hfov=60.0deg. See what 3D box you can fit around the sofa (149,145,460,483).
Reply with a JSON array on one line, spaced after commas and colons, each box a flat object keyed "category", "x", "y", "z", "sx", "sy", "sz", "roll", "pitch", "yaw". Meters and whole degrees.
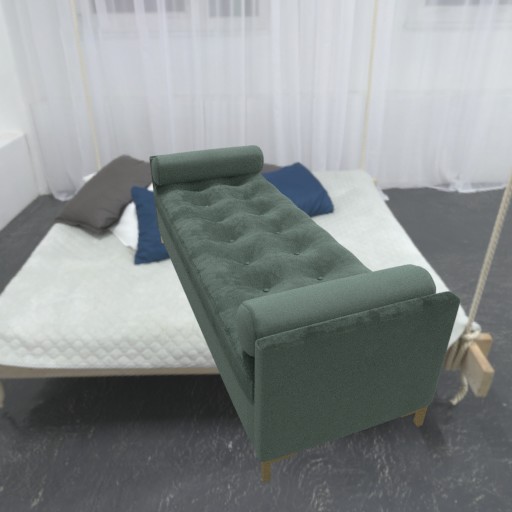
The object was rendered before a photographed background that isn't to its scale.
[{"category": "sofa", "x": 0.000, "y": 0.000, "z": 2.434, "sx": 0.796, "sy": 0.705, "sz": 2.102, "roll": -11, "pitch": 32, "yaw": -18}]
